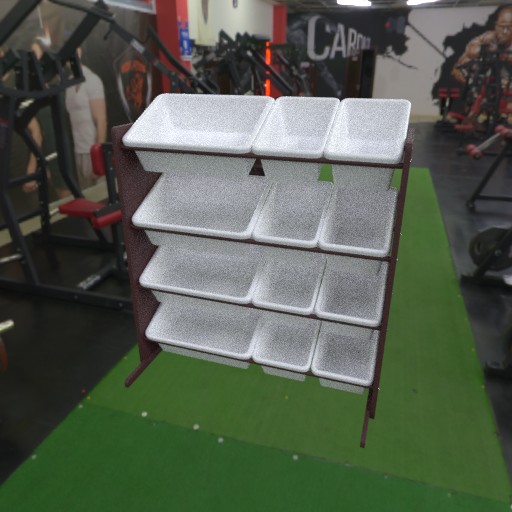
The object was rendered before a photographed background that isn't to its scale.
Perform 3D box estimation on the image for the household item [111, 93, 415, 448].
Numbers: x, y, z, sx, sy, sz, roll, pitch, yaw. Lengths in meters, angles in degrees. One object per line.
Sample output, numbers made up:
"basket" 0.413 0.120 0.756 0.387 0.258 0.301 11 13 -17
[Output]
"household item" 0.000 0.000 1.302 0.787 0.864 0.389 8 25 17
